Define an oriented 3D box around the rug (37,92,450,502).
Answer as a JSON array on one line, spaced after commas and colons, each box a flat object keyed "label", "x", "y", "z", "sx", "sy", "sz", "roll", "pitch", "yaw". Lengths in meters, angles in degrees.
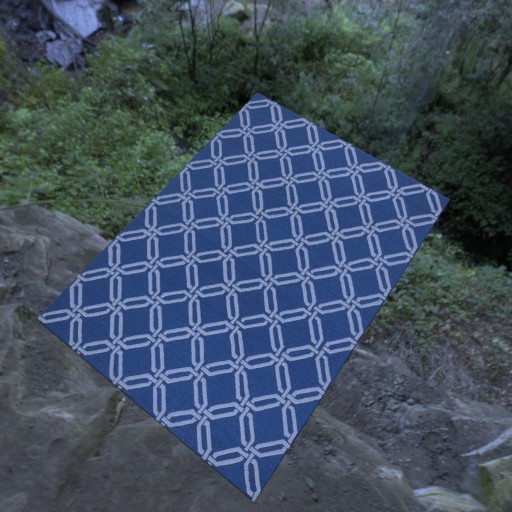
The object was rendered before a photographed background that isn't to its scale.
[{"label": "rug", "x": 0.000, "y": 0.000, "z": 4.232, "sx": 2.432, "sy": 0.018, "sz": 3.342, "roll": 34, "pitch": 70, "yaw": 14}]
